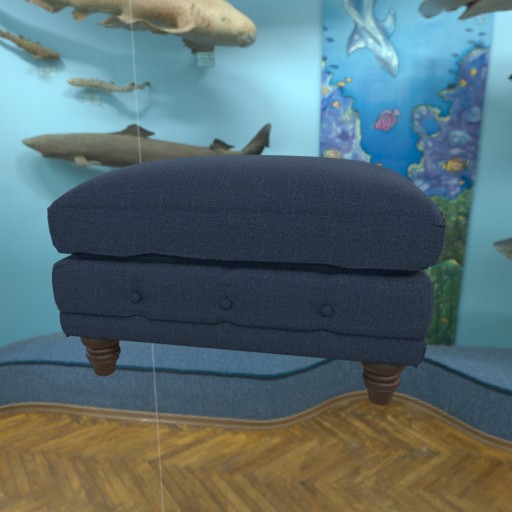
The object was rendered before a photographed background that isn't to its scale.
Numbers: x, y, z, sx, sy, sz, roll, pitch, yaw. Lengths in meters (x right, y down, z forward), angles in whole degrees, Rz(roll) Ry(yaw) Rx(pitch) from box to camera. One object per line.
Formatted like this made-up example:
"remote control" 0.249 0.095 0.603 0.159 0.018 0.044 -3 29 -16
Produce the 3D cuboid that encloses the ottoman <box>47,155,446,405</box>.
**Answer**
"ottoman" 0.000 0.000 1.104 0.767 0.486 0.558 3 15 10
